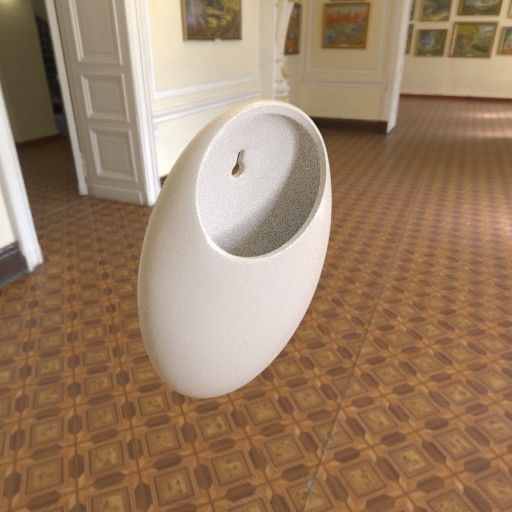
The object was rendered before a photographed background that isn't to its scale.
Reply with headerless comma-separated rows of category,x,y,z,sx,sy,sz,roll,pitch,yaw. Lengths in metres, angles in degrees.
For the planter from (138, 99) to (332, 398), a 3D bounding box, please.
planter,0.000,0.000,0.281,0.043,0.188,0.185,18,31,33
